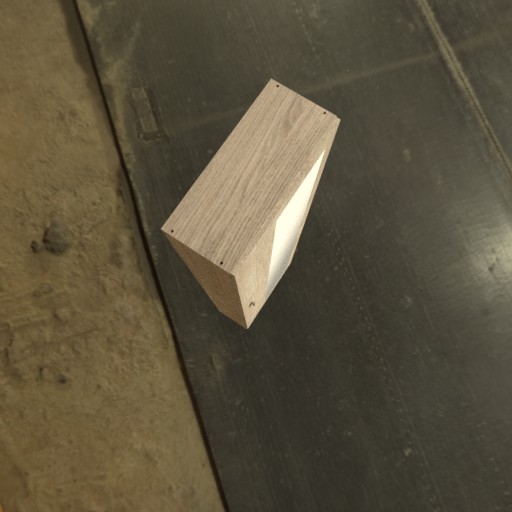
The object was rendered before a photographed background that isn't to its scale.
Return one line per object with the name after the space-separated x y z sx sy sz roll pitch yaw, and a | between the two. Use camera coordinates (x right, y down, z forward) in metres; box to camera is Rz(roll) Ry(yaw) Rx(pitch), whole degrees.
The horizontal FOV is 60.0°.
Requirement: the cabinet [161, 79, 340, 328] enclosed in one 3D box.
0.000 0.000 1.989 0.230 1.790 0.500 32 79 7 | cabinet
